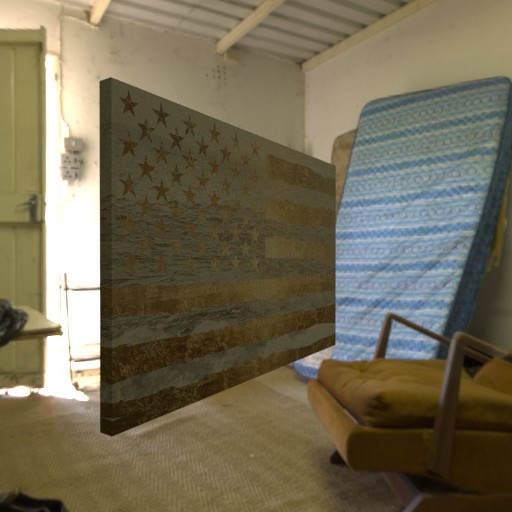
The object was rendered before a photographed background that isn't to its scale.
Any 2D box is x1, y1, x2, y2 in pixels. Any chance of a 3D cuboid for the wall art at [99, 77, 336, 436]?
[{"bbox_3d":[0.000,0.000,1.422,0.041,0.762,1.145,0,0,34],"label":"wall art"}]
